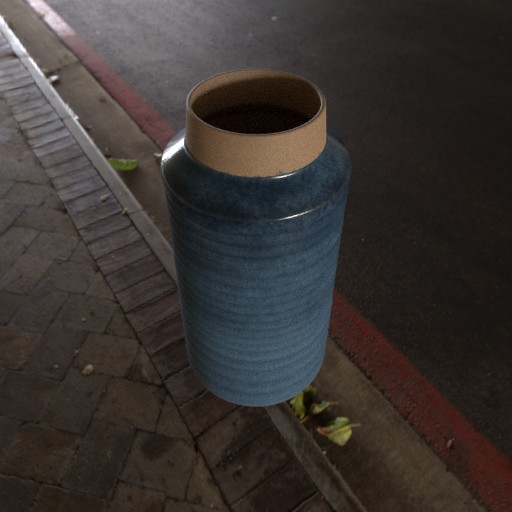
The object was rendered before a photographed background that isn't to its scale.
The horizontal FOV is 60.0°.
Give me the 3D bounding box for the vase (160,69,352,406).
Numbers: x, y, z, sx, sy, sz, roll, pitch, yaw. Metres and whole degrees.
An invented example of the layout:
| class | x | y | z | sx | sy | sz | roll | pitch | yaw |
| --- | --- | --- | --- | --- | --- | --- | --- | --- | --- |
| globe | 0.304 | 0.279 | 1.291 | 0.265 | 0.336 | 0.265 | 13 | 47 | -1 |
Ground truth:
| class | x | y | z | sx | sy | sz | roll | pitch | yaw |
| --- | --- | --- | --- | --- | --- | --- | --- | --- | --- |
| vase | 0.000 | 0.000 | 0.420 | 0.163 | 0.316 | 0.163 | 0 | 47 | 0 |
